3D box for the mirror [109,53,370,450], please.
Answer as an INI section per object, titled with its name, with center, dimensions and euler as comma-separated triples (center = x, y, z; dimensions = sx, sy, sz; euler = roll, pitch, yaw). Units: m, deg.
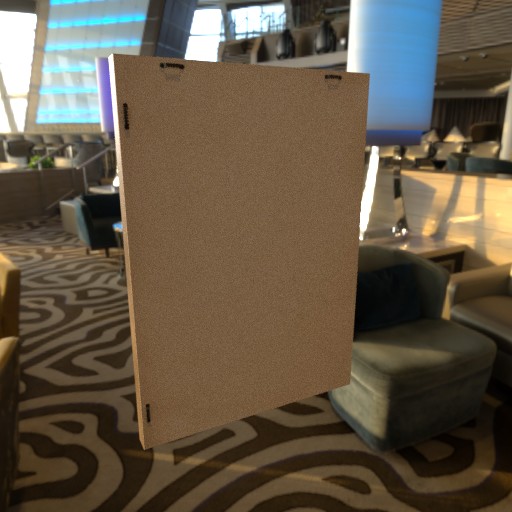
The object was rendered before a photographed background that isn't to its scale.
[mirror]
center = 0.000, 0.000, 0.893
dimensions = 0.507, 0.710, 0.040
euler = -8, 17, -27
